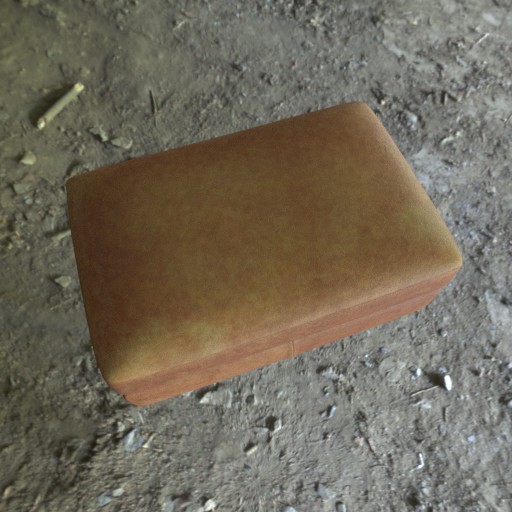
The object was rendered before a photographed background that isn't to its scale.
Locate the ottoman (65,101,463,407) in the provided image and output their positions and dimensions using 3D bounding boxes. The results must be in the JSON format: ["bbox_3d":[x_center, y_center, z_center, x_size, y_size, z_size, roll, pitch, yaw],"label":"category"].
[{"bbox_3d":[0.000,0.000,1.210,0.852,0.507,0.565,-17,64,-9],"label":"ottoman"}]
